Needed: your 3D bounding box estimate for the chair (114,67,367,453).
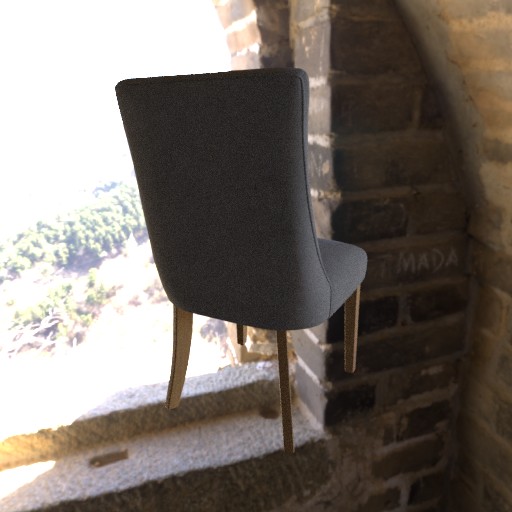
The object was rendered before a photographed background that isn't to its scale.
[{"bbox_3d":[0.000,0.000,1.242,0.495,0.902,0.610,8,18,27],"label":"chair"}]
